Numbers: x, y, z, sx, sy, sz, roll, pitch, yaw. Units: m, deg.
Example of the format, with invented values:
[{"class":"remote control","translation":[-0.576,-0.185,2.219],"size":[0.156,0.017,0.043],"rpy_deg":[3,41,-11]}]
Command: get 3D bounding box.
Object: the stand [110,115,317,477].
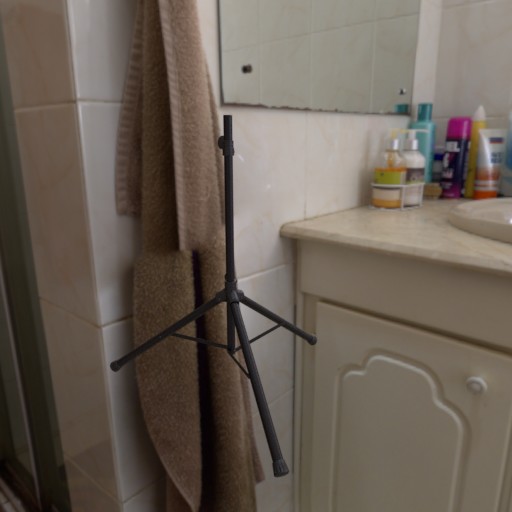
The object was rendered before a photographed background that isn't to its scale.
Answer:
[{"class":"stand","translation":[0.000,0.000,1.890],"size":[1.045,1.136,0.907],"rpy_deg":[14,20,42]}]
